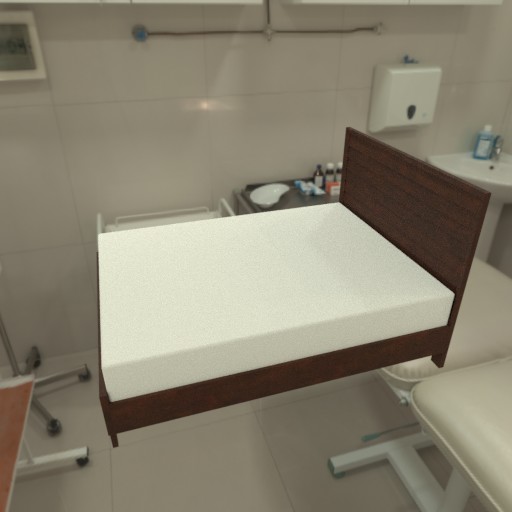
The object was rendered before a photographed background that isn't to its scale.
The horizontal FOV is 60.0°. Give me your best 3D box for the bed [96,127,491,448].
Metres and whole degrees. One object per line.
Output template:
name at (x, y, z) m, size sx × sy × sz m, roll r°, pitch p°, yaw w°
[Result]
bed at (0.000, 0.000, 3.099) m, size 2.184 × 1.270 × 1.600 m, roll -9°, pitch 31°, yaw -16°
